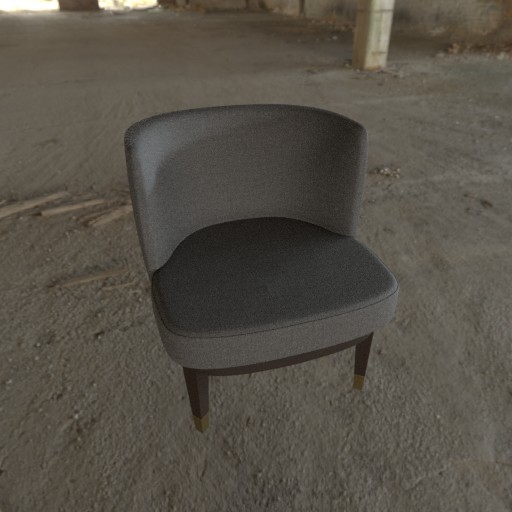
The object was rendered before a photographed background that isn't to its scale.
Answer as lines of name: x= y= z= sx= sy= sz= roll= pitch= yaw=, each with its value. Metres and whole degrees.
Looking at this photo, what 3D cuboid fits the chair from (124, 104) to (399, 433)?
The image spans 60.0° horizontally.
chair: x=0.000 y=0.000 z=1.283 sx=0.639 sy=0.695 sz=0.698 roll=-10 pitch=33 yaw=-15
